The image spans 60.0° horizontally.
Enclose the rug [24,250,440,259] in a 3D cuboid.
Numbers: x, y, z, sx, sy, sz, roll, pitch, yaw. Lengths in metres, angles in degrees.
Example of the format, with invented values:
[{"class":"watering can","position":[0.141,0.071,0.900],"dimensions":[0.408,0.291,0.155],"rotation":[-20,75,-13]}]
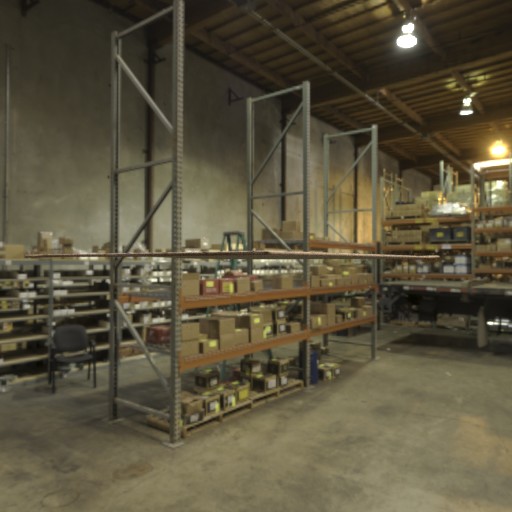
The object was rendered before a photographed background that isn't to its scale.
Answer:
[{"class":"rug","position":[0.000,0.000,4.076],"dimensions":[2.453,0.043,3.052],"rotation":[-1,-1,37]}]
